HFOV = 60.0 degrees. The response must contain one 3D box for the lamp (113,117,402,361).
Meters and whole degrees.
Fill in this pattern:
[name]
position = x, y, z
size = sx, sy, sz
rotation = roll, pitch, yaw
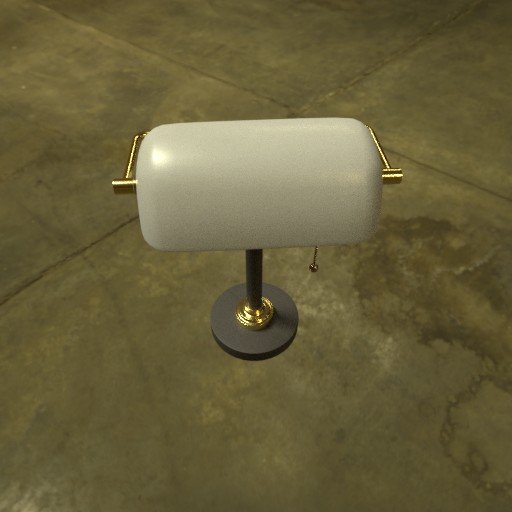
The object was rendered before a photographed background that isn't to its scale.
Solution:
[lamp]
position = 0.000, 0.000, 0.561
size = 0.269, 0.404, 0.227
rotation = -3, 46, -3
